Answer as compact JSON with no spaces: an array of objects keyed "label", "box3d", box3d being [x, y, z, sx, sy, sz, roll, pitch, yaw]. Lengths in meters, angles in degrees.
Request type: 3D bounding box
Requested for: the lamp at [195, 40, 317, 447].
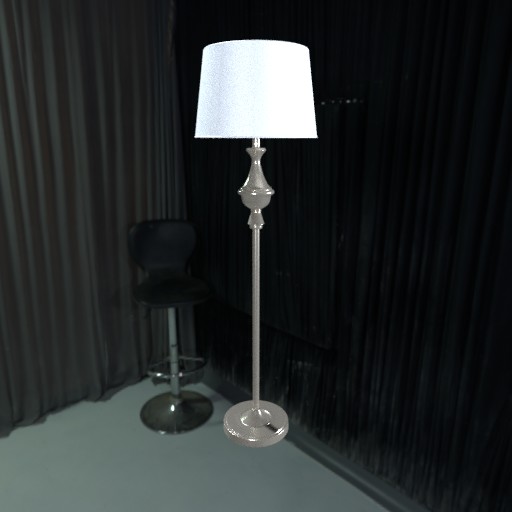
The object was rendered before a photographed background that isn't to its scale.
[{"label":"lamp","box3d":[0.000,0.000,1.683,0.431,1.488,0.431,0,15,0]}]
